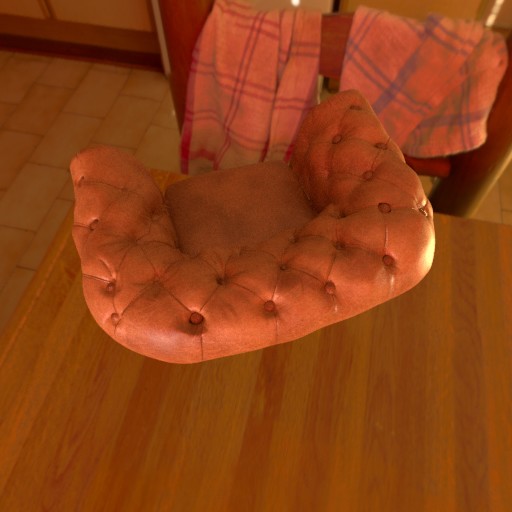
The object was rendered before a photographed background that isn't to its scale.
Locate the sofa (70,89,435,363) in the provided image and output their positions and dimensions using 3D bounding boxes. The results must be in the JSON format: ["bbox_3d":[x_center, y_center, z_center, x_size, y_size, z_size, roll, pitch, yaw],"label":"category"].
[{"bbox_3d":[0.000,0.000,2.028,1.405,0.878,1.033,-15,59,-9],"label":"sofa"}]
